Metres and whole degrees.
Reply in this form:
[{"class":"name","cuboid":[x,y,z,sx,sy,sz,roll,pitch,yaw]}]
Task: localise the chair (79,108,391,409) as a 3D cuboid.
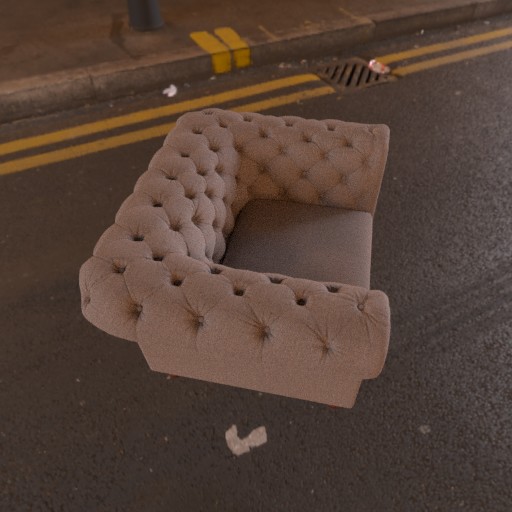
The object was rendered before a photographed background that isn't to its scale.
[{"class":"chair","cuboid":[0.000,0.000,1.900,0.976,0.770,1.270,8,47,8]}]
